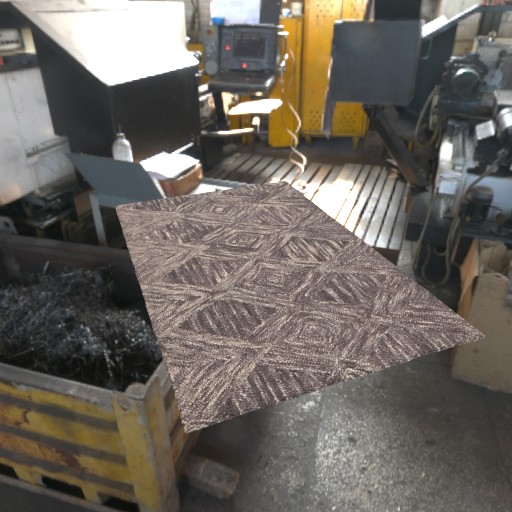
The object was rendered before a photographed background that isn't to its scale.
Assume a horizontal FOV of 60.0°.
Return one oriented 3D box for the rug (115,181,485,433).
[{"bbox_3d":[0.000,0.000,2.250,1.186,0.012,1.814,-11,32,-19],"label":"rug"}]
